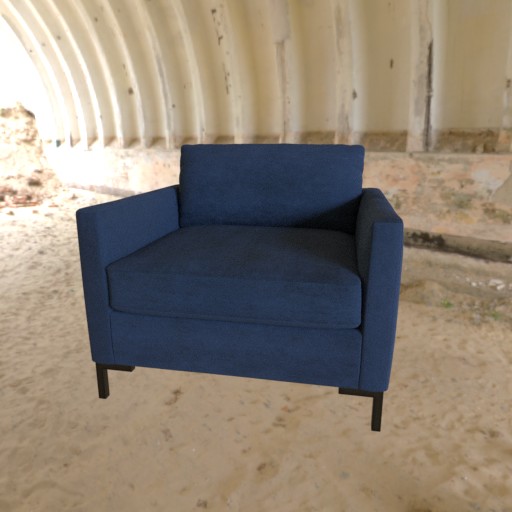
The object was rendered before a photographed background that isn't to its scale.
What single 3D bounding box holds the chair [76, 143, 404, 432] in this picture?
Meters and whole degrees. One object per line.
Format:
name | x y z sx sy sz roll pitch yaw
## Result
chair | 0.000 0.000 1.656 0.964 0.812 0.875 3 15 11
